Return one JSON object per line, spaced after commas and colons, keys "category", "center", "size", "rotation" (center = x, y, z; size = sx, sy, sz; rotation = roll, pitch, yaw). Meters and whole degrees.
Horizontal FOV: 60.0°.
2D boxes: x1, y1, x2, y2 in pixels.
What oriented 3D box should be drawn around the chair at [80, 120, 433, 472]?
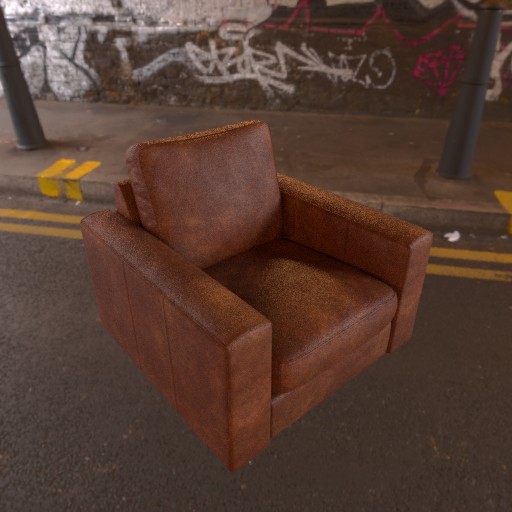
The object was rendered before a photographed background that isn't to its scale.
{"category": "chair", "center": [0.000, 0.000, 1.773], "size": [1.005, 0.873, 1.016], "rotation": [-23, 37, -34]}
